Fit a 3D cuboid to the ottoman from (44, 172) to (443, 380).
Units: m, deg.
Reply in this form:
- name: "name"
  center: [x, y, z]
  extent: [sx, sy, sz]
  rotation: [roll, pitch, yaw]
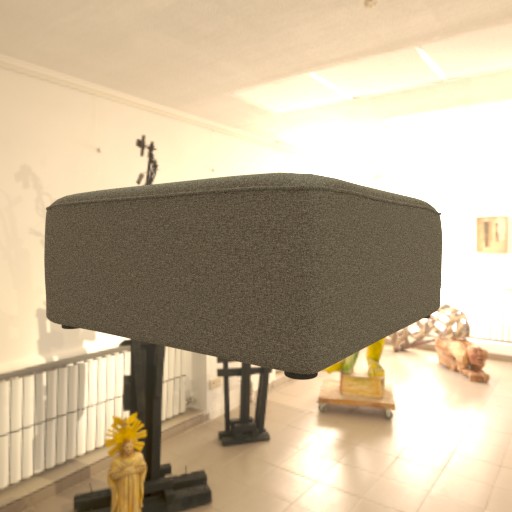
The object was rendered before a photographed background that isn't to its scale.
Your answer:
- name: "ottoman"
  center: [0.000, 0.000, 1.555]
  extent: [1.015, 0.464, 1.005]
  rotation: [2, 3, 36]
